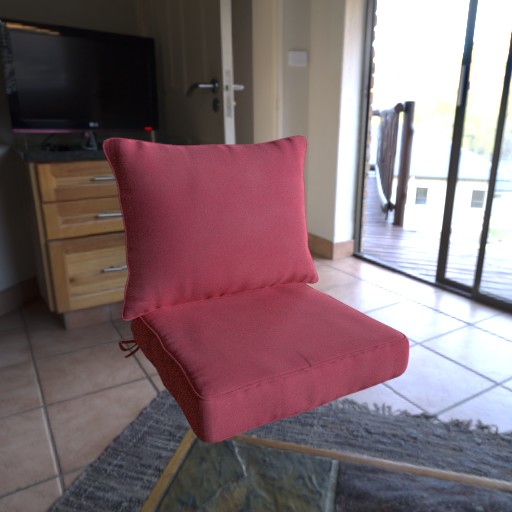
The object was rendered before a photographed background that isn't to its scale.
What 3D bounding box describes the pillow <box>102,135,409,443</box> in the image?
[{"bbox_3d":[0.000,0.000,1.404,0.798,0.725,0.733,-9,18,-28],"label":"pillow"}]
